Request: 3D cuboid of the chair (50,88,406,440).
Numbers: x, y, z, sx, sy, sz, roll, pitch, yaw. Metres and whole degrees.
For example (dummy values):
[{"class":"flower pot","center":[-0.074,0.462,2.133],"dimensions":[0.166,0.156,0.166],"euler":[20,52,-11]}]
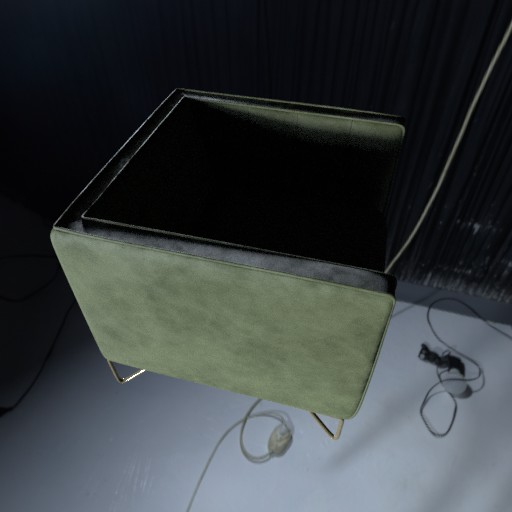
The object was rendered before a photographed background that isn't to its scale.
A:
[{"class":"chair","center":[0.000,0.000,1.598],"dimensions":[0.894,0.790,0.880],"euler":[11,46,10]}]
